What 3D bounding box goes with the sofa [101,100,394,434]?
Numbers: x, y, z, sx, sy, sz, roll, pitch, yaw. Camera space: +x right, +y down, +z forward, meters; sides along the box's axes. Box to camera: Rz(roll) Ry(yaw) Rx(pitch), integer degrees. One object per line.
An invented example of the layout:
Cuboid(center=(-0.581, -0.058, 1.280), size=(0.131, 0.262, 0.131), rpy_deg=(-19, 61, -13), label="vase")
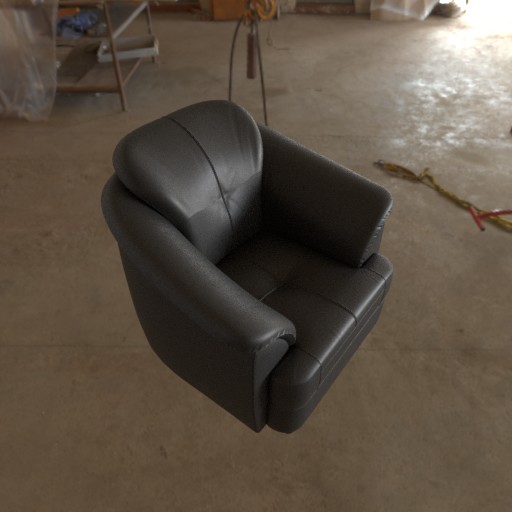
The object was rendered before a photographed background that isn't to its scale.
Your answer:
Cuboid(center=(0.000, 0.000, 1.521), size=(0.794, 0.811, 0.870), rpy_deg=(26, 46, 27), label="sofa")
